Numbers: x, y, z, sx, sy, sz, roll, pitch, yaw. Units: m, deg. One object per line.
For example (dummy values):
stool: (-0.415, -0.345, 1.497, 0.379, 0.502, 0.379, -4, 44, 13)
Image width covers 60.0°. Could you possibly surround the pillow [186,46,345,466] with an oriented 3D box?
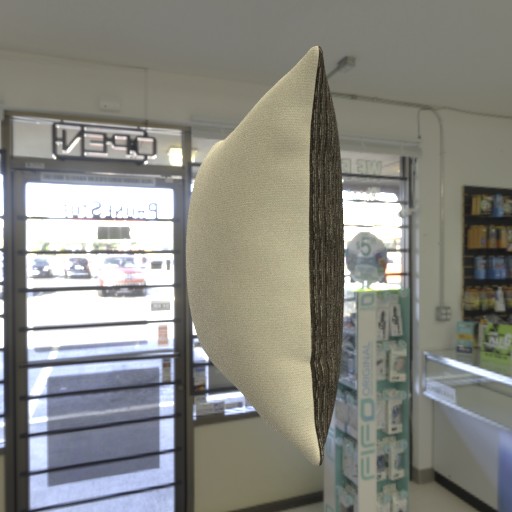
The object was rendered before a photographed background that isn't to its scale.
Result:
pillow: (0.000, 0.000, 0.656, 0.196, 0.434, 0.433, 0, 0, -18)
